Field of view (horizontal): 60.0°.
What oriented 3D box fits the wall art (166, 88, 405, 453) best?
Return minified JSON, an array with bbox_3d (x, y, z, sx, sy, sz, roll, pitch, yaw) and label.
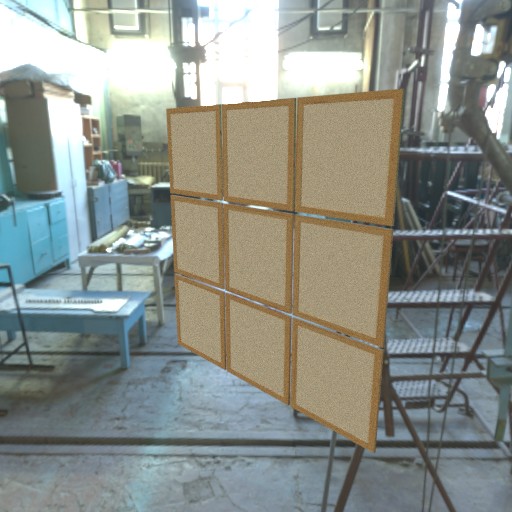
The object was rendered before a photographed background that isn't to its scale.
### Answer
[{"bbox_3d":[0.000,0.000,2.303,0.013,1.523,1.517,-14,20,-42],"label":"wall art"}]
